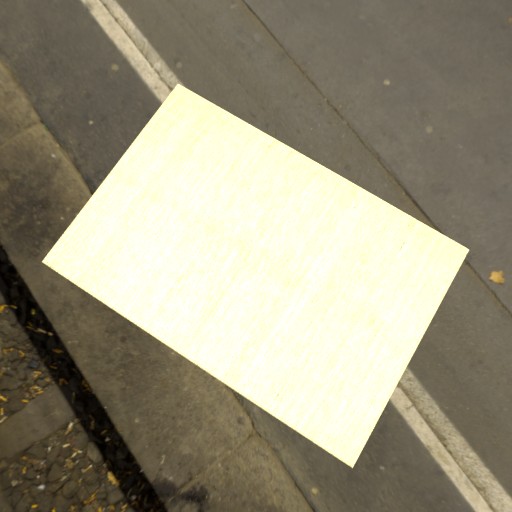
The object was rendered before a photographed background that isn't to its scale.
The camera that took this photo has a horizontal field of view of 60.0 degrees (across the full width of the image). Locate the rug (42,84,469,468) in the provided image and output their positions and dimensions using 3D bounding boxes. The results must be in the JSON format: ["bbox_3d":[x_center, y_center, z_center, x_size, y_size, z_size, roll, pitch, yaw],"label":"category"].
[{"bbox_3d":[0.000,0.000,2.313,1.850,0.015,1.250,32,78,7],"label":"rug"}]
